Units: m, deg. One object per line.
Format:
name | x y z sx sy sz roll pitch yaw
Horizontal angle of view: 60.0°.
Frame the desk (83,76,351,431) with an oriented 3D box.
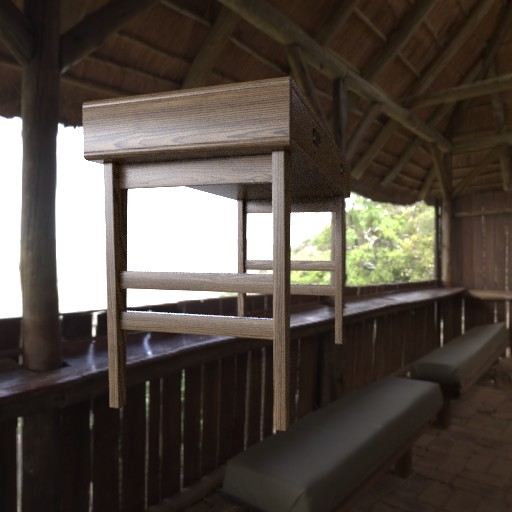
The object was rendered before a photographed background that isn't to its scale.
desk | 0.000 0.000 1.482 0.508 0.755 1.067 0 1 19
